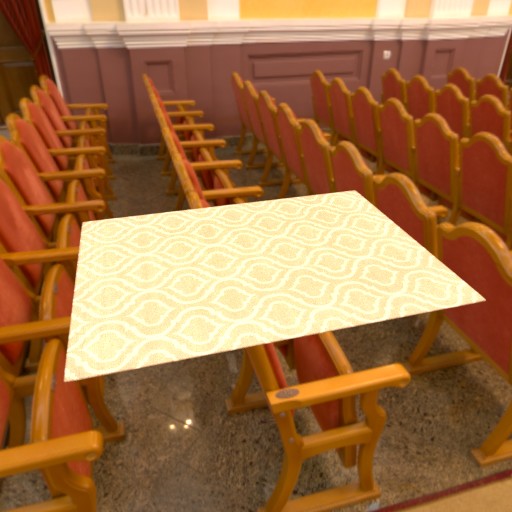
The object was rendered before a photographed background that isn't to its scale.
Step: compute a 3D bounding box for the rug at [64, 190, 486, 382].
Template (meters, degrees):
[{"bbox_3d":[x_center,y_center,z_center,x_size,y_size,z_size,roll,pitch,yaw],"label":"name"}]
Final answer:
[{"bbox_3d":[0.000,0.000,4.345,3.353,0.010,2.438,-8,32,-13],"label":"rug"}]
